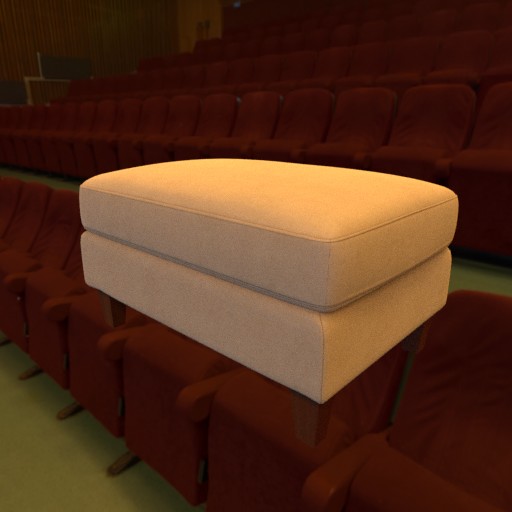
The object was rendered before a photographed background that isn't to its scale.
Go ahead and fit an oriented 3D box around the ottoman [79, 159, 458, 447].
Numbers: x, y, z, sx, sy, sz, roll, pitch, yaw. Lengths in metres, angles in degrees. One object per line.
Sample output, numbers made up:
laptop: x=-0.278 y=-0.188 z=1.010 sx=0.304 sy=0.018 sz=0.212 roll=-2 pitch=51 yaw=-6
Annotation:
ottoman: x=0.000 y=0.000 z=1.200 sx=0.864 sy=0.483 sz=0.584 roll=16 pitch=24 yaw=40
